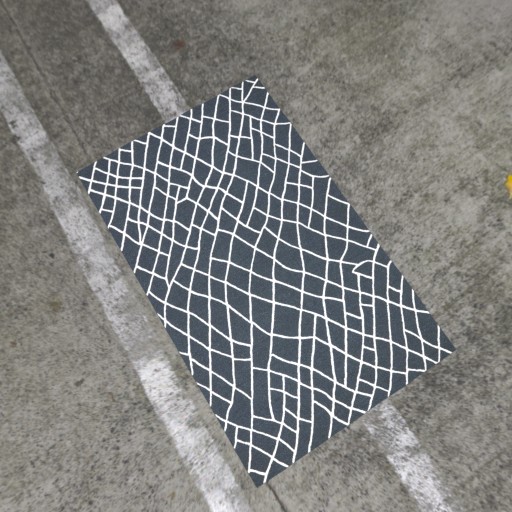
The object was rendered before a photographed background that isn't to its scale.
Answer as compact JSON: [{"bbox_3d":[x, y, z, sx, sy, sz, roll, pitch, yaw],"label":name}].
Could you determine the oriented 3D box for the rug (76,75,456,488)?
[{"bbox_3d":[0.000,0.000,3.029,1.529,0.017,2.448,-31,77,-8],"label":"rug"}]
